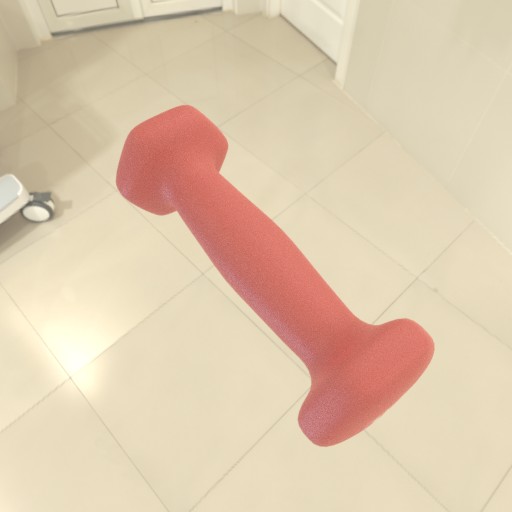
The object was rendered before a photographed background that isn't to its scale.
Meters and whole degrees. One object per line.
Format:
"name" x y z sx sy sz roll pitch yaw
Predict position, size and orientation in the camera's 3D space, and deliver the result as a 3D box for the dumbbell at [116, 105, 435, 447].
"dumbbell" 0.000 0.000 0.148 0.047 0.043 0.123 -32 63 -19
